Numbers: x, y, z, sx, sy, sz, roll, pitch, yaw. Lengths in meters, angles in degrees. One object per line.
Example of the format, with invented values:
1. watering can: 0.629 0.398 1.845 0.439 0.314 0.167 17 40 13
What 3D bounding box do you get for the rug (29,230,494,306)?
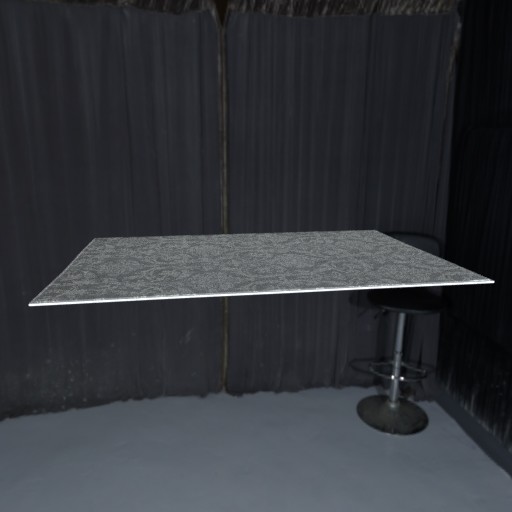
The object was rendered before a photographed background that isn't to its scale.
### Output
1. rug: 0.000 0.000 3.448 2.746 0.018 1.819 -2 14 -9
